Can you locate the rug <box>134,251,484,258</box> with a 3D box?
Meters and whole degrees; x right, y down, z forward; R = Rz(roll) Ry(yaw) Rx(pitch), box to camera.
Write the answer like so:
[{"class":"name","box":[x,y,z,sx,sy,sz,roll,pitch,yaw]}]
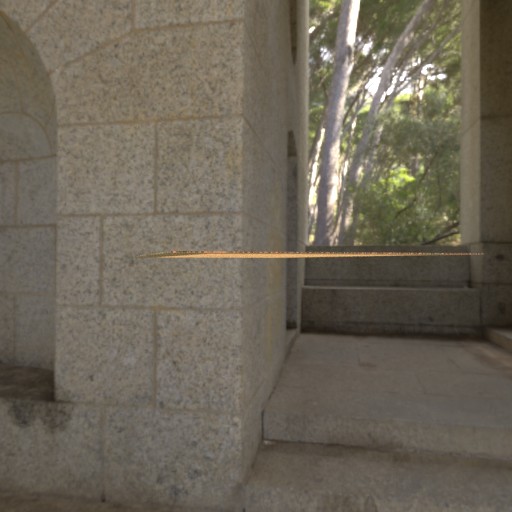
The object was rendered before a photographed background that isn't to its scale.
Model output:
[{"class":"rug","box":[0.000,0.000,3.027,1.521,0.006,2.435,0,-1,-18]}]
